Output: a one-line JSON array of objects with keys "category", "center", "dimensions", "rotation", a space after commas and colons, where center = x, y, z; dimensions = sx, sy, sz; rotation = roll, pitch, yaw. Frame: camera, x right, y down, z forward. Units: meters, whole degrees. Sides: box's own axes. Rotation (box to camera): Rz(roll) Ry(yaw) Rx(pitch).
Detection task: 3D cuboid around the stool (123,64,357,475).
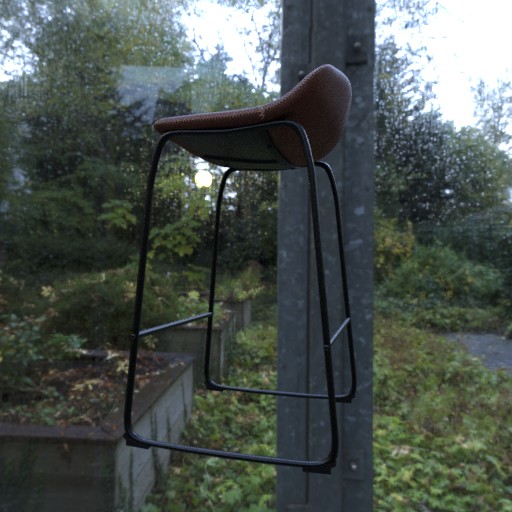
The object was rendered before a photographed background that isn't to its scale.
[{"category": "stool", "center": [0.000, 0.000, 1.117], "dimensions": [0.473, 0.830, 0.454], "rotation": [0, -1, 17]}]
